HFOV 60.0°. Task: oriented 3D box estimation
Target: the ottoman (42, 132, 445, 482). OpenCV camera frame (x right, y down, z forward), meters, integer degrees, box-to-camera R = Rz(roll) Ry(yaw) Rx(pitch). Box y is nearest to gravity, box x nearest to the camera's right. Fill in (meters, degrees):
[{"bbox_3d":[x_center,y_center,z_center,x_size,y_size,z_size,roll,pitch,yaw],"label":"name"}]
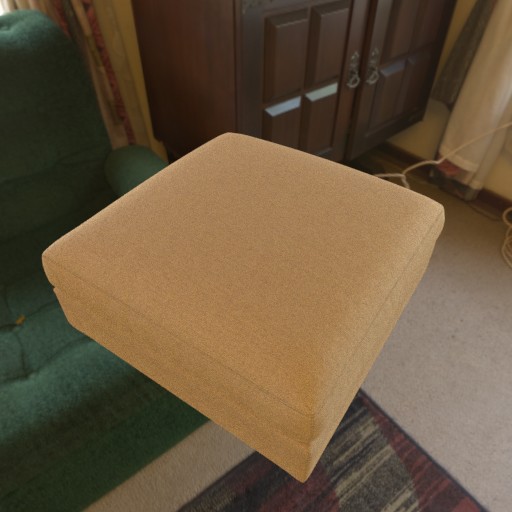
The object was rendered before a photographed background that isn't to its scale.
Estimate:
[{"bbox_3d":[0.000,0.000,1.613,1.041,0.470,1.041,25,49,24],"label":"ottoman"}]
